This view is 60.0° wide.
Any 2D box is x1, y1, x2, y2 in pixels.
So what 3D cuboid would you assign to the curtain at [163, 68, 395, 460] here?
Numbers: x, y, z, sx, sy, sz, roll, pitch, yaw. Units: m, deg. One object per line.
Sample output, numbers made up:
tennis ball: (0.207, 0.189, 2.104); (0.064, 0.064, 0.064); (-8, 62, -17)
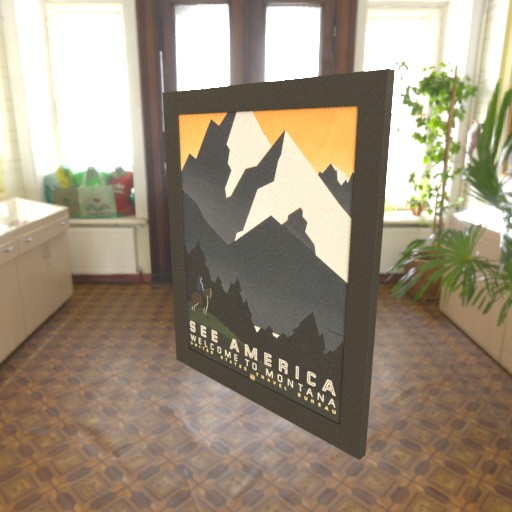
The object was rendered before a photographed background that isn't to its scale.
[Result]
curtain: (0.000, 0.000, 0.804); (0.483, 0.585, 0.027); (14, 21, 41)
